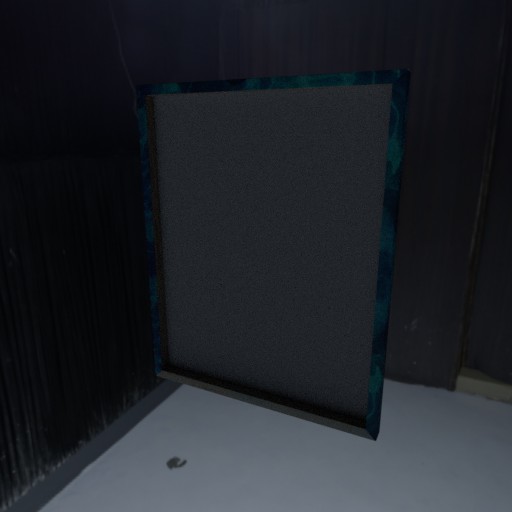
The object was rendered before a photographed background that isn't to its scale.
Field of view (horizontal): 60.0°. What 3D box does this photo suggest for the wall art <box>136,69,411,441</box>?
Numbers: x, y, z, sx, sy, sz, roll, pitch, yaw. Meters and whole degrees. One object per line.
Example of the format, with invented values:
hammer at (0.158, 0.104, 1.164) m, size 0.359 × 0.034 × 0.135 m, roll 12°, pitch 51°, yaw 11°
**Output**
wall art at (0.000, 0.000, 1.020) m, size 0.609 × 0.760 × 0.038 m, roll 8°, pitch 17°, yaw 26°
